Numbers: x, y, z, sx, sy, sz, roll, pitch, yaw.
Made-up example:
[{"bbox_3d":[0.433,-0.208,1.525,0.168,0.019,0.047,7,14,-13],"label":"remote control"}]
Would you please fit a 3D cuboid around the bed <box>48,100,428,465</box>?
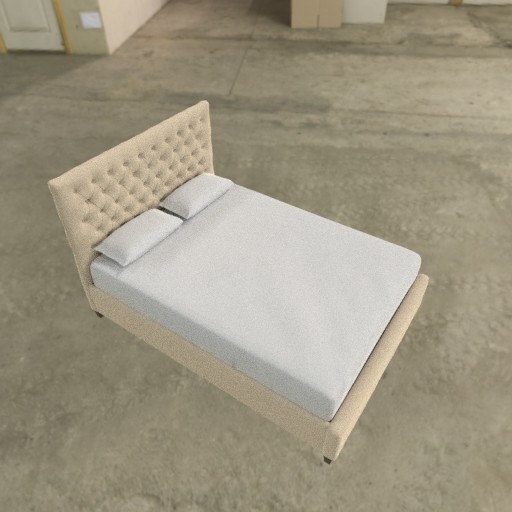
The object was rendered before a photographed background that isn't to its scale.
[{"bbox_3d":[0.000,0.000,3.515,2.387,1.427,1.698,25,47,25],"label":"bed"}]
